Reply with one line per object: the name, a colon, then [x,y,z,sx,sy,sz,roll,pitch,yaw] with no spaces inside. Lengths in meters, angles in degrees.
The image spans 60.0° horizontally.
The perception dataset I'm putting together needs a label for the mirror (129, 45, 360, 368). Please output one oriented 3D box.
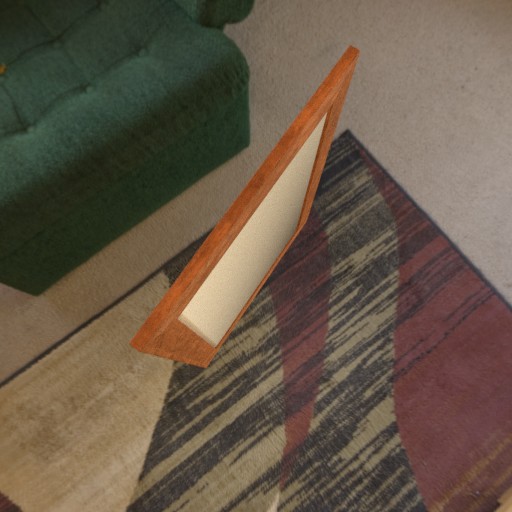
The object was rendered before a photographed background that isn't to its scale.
mirror: [0.000,0.000,1.429,0.028,1.099,0.796,33,77,9]
